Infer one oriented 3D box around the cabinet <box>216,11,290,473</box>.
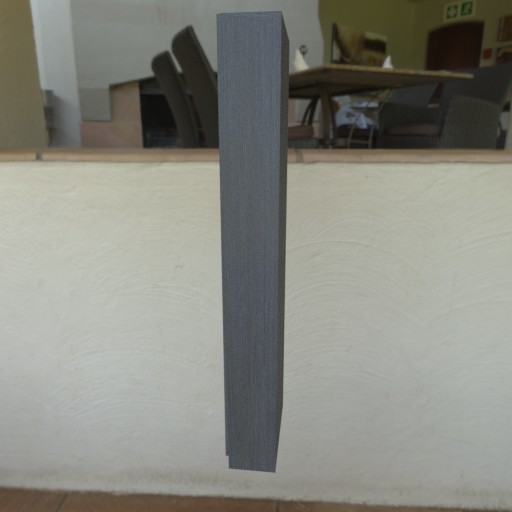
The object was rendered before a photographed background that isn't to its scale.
[{"bbox_3d":[0.000,0.000,1.926,0.230,1.790,0.500,2,15,7],"label":"cabinet"}]
